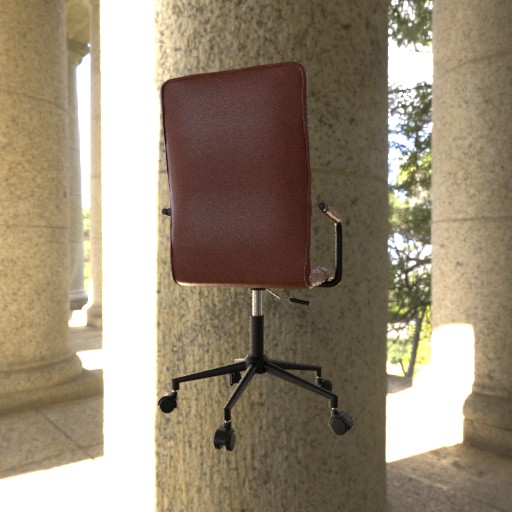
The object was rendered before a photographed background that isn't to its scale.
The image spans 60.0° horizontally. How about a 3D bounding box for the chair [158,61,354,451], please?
[{"bbox_3d":[0.000,0.000,1.370,0.608,0.979,0.580,0,1,19],"label":"chair"}]
